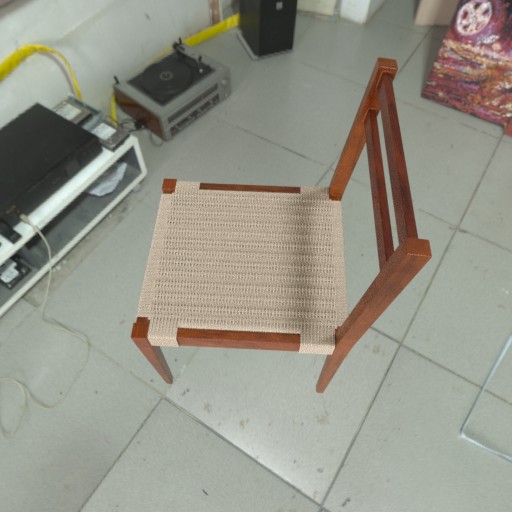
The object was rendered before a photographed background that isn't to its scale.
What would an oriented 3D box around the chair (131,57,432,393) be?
[{"bbox_3d":[0.000,0.000,1.176,0.569,0.851,0.495,3,59,2],"label":"chair"}]
